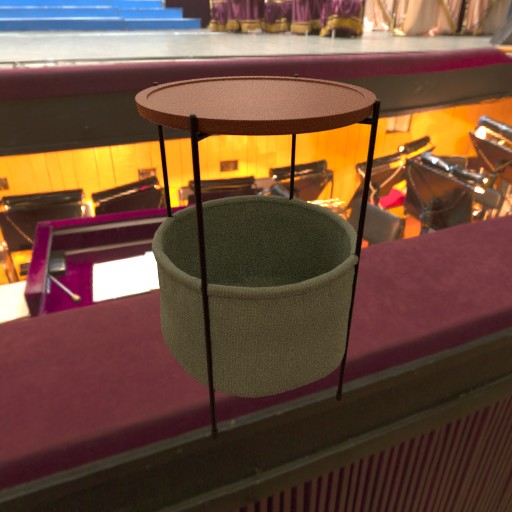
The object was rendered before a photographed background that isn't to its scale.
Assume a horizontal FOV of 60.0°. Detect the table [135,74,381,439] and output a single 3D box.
[{"bbox_3d":[0.000,0.000,0.879,0.400,0.623,0.400,-11,31,-18],"label":"table"}]
